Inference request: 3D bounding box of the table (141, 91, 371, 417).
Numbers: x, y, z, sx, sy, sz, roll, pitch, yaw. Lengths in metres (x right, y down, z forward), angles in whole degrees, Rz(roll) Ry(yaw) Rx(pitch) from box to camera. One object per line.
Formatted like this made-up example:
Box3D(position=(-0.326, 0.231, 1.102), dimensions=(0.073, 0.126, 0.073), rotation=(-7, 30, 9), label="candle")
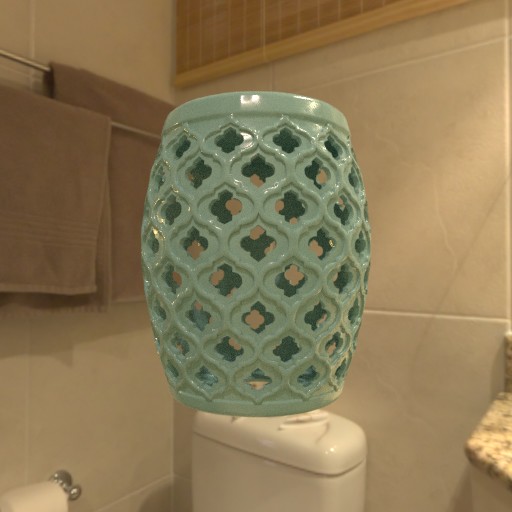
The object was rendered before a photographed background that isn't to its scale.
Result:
Box3D(position=(0.000, 0.000, 0.647), dimensions=(0.325, 0.388, 0.325), rotation=(0, -1, 0), label="table")
